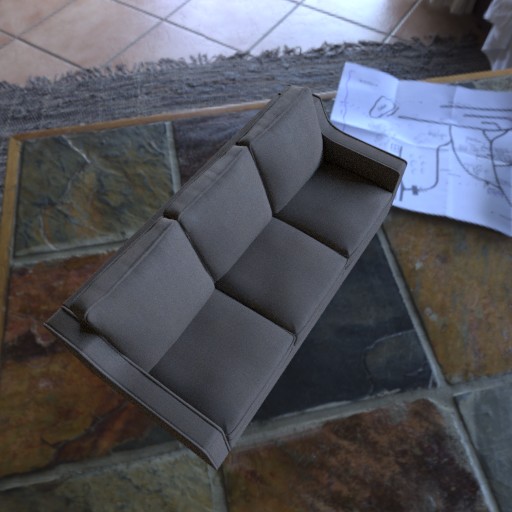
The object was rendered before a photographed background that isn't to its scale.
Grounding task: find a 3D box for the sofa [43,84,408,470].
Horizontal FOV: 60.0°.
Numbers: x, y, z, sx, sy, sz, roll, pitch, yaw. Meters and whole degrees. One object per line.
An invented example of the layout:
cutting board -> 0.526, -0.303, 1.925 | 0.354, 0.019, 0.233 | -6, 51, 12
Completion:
sofa -> 0.000, 0.000, 2.509 | 0.911, 0.974, 1.986 | 30, 63, 18
